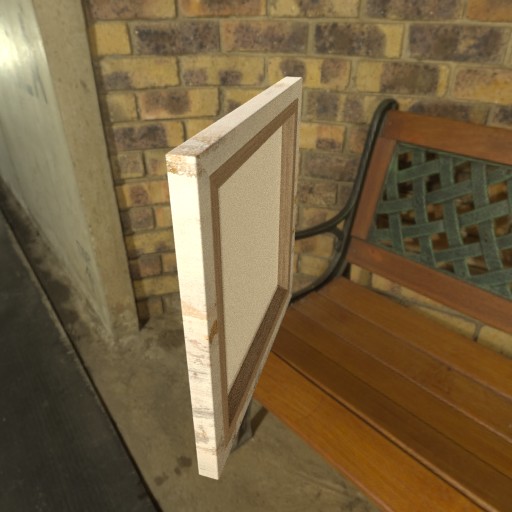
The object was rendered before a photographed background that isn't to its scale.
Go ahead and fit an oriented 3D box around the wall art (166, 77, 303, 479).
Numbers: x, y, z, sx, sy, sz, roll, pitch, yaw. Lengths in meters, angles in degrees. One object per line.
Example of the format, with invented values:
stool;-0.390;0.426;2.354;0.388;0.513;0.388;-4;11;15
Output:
wall art;0.000;0.000;0.923;0.040;0.613;0.611;9;31;14
